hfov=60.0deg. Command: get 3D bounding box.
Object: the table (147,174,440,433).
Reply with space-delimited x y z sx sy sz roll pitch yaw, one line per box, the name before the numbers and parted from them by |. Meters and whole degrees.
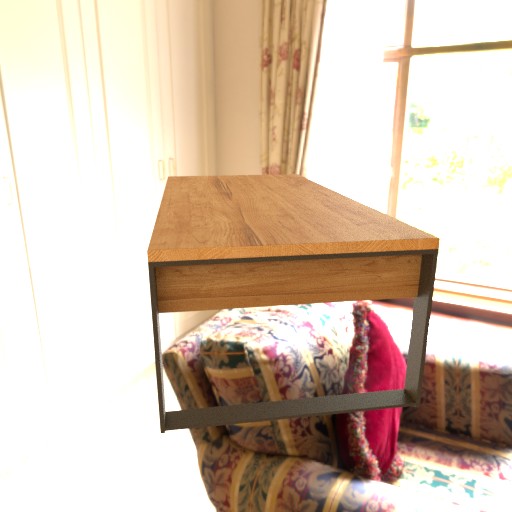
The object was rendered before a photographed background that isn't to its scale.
table | 0.000 0.000 1.472 0.590 0.400 1.180 -3 17 -9
